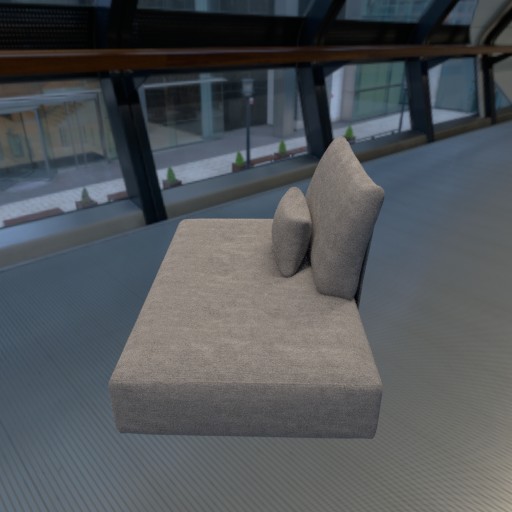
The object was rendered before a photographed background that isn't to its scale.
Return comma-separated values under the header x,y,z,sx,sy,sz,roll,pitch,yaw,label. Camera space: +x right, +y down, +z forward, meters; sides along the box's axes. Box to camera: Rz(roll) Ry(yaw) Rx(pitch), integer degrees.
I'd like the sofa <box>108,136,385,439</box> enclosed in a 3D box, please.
x,y,z,sx,sy,sz,roll,pitch,yaw,label
0.000,0.000,2.064,1.002,0.820,1.450,1,27,1,sofa
